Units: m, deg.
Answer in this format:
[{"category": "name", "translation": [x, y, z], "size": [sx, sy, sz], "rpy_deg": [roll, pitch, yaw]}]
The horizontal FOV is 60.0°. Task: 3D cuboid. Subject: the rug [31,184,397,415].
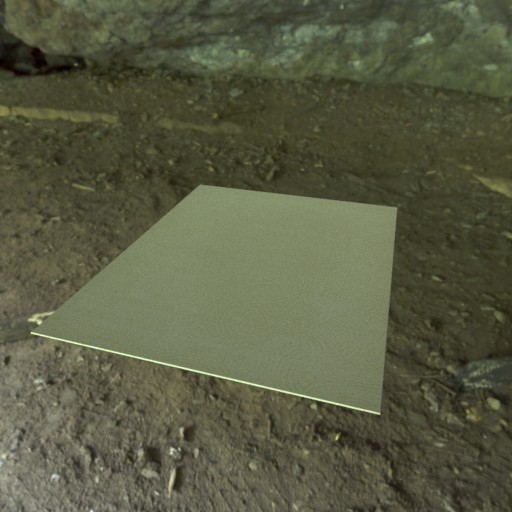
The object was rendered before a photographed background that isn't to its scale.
[{"category": "rug", "translation": [0.000, 0.000, 3.496], "size": [2.073, 0.011, 2.584], "rpy_deg": [9, 31, 15]}]
